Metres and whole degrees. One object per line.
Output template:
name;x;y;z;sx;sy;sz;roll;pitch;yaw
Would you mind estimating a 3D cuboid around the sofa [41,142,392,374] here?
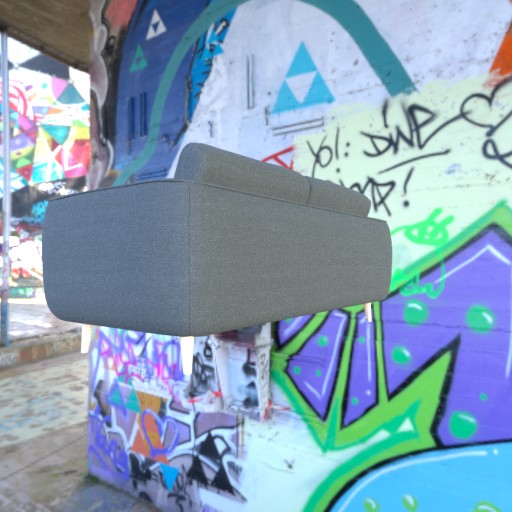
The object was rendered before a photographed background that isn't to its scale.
sofa;0.000;0.000;2.425;0.920;0.850;2.000;-1;-1;36
